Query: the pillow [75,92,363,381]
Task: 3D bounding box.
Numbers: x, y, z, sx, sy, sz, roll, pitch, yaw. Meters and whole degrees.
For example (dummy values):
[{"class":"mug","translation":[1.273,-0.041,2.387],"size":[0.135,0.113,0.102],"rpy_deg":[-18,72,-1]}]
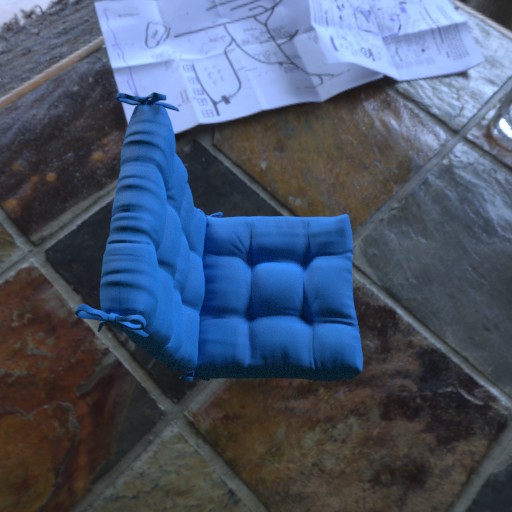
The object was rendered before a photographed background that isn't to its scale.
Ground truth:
[{"class":"pillow","translation":[0.000,0.000,1.048],"size":[0.571,0.605,0.519],"rpy_deg":[1,65,0]}]
